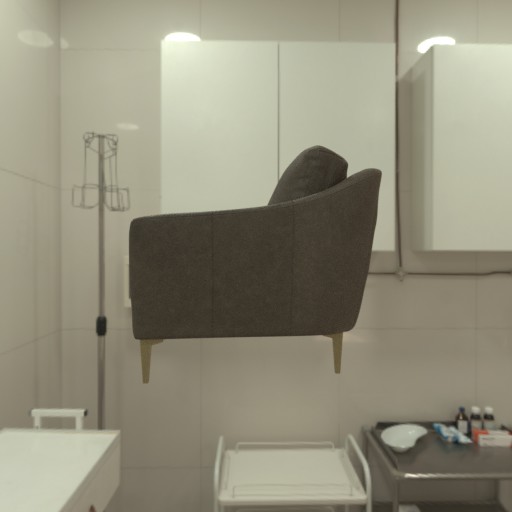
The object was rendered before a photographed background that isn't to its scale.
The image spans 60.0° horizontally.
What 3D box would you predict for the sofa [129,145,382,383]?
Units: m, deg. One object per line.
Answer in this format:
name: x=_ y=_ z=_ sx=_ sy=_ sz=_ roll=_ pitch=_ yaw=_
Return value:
sofa: x=0.000 y=0.000 z=2.562 sx=0.960 sy=0.902 sz=2.036 roll=0 pitch=0 yaw=-1
